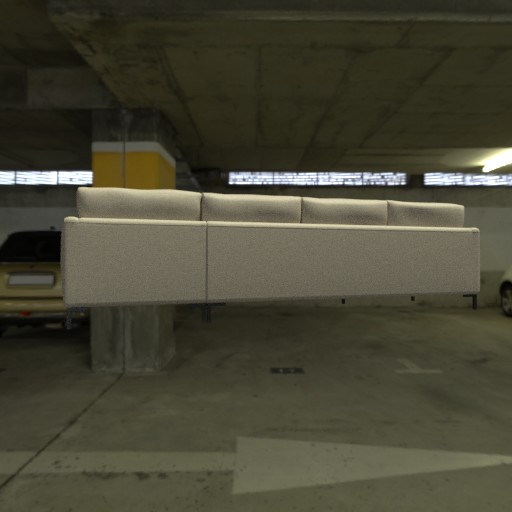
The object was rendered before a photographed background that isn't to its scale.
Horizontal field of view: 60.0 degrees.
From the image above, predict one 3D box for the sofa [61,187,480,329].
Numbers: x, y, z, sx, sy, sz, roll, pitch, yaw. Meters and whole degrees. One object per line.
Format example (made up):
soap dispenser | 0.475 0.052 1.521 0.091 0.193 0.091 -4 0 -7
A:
sofa | 0.000 0.000 3.545 2.737 0.756 1.879 0 0 -18
